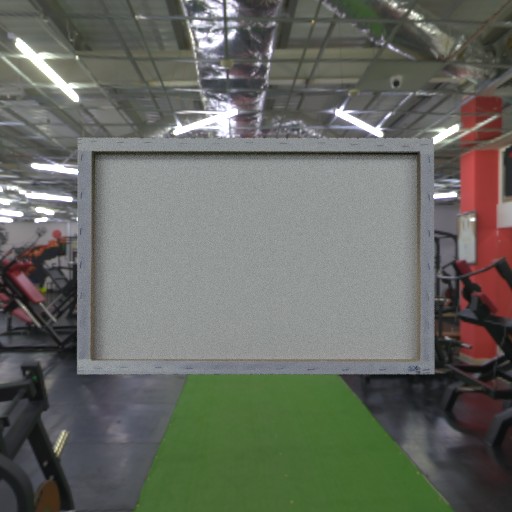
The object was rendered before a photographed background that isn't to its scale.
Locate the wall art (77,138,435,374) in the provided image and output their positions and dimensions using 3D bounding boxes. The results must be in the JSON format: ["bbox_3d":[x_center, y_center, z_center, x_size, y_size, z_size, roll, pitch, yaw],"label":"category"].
[{"bbox_3d":[0.000,0.000,1.438,1.143,0.757,0.038,0,0,0],"label":"wall art"}]
